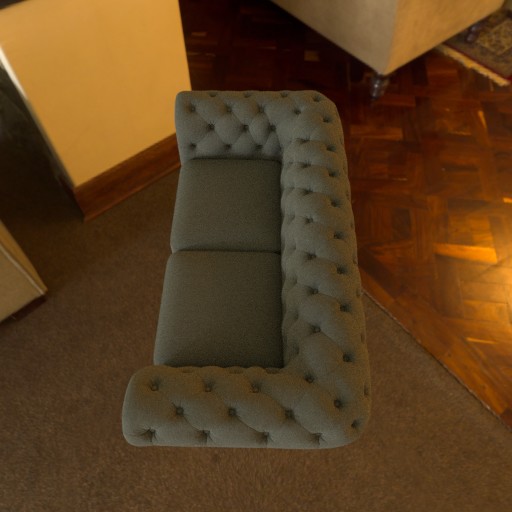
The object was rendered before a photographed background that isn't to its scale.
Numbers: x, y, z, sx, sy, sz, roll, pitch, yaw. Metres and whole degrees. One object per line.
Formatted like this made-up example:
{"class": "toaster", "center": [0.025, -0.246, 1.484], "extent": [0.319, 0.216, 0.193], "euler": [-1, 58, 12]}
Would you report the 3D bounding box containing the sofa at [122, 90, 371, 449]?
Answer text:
{"class": "sofa", "center": [0.000, 0.000, 2.415], "extent": [0.986, 0.764, 1.998], "euler": [1, 59, 1]}
